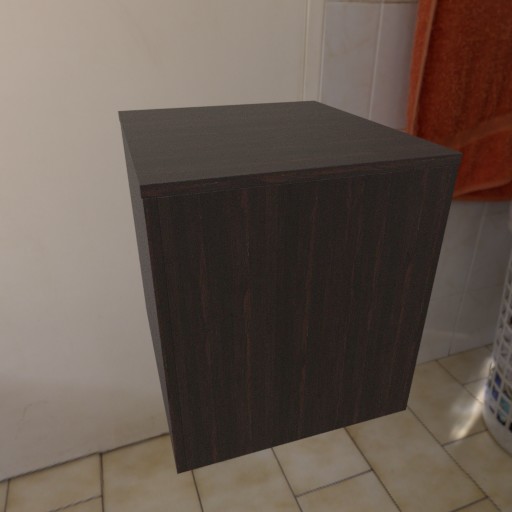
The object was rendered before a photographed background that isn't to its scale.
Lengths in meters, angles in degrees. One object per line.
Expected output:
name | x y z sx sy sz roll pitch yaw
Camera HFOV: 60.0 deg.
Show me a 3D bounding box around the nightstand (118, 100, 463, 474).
nightstand | 0.000 0.000 0.807 0.400 0.460 0.461 -9 29 -16
